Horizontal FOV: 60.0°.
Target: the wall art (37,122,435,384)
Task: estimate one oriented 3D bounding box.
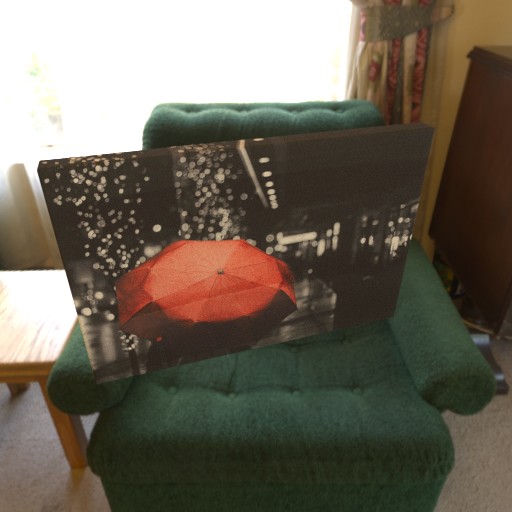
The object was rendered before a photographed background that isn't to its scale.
[{"bbox_3d":[0.000,0.000,0.776,0.609,0.406,0.037,-10,34,-15],"label":"wall art"}]
